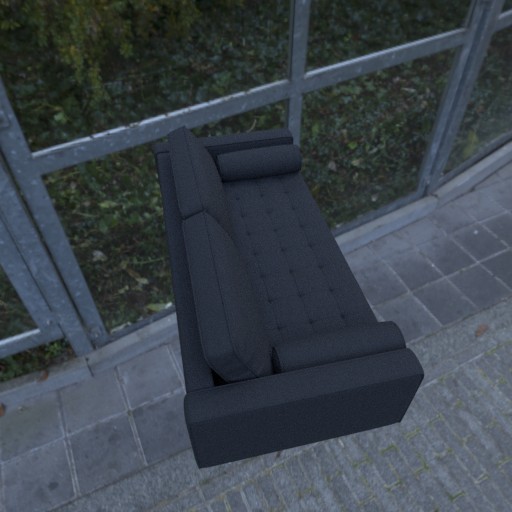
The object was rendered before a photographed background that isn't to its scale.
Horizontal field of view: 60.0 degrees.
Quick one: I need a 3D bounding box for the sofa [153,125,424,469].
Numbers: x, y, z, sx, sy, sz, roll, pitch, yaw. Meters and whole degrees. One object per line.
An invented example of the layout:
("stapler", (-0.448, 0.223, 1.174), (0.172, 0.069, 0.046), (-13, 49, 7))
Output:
("sofa", (0.000, 0.000, 2.345), (0.914, 0.759, 1.875), (-9, 45, -9))
